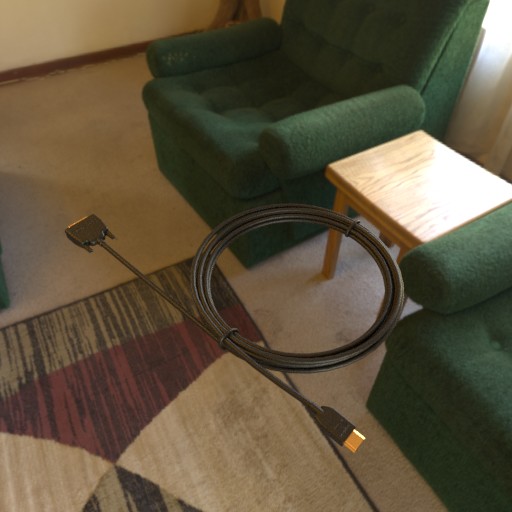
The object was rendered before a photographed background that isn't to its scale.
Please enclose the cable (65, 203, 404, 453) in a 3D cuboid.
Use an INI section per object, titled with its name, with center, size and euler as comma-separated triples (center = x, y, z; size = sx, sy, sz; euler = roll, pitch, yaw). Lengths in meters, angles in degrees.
[cable]
center = 0.000, 0.000, 0.518
size = 0.422, 0.030, 0.257
euler = 34, 55, 28
